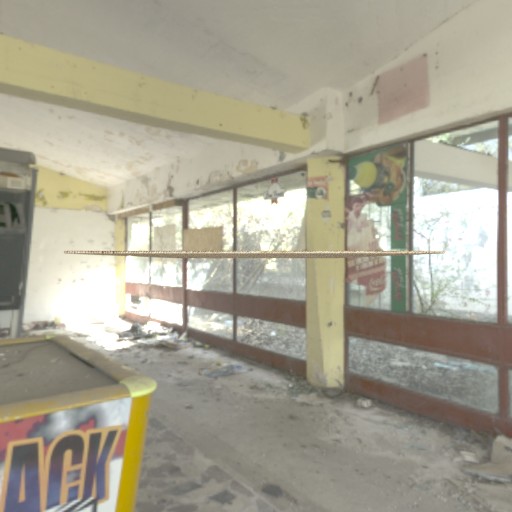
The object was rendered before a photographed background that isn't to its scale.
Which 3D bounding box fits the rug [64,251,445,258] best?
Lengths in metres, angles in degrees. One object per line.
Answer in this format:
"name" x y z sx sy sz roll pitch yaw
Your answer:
"rug" 0.000 0.000 2.983 1.533 0.011 2.439 0 -1 0
